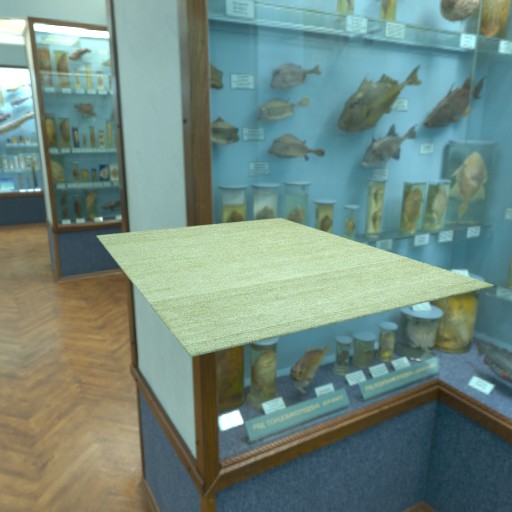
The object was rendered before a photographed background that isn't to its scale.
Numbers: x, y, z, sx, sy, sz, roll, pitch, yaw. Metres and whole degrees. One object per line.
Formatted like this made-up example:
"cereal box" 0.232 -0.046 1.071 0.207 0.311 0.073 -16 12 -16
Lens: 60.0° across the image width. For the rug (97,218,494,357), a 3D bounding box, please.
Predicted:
"rug" 0.000 0.000 4.199 2.425 0.016 3.198 -8 17 -26
